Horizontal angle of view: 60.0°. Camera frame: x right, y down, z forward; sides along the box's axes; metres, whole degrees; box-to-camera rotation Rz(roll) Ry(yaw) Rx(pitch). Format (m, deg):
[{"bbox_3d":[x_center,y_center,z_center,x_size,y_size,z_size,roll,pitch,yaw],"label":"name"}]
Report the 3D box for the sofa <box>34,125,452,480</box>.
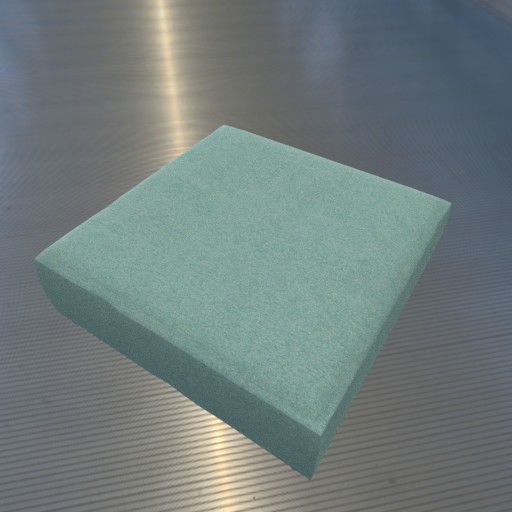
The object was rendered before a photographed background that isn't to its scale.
[{"bbox_3d":[0.000,0.000,1.423,0.930,0.330,0.930,25,51,23],"label":"sofa"}]
